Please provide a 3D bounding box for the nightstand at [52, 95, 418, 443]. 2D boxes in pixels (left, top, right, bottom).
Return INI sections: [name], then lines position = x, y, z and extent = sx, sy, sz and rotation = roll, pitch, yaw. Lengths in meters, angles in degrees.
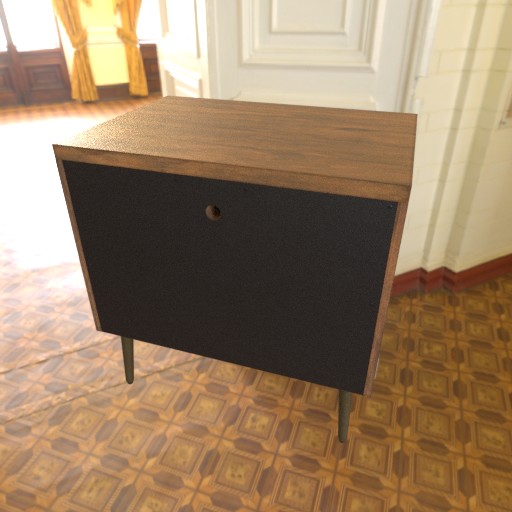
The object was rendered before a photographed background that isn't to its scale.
[nightstand]
position = 0.000, 0.000, 1.044
extent = 0.610, 0.610, 0.458
rotation = 10, 33, 16
